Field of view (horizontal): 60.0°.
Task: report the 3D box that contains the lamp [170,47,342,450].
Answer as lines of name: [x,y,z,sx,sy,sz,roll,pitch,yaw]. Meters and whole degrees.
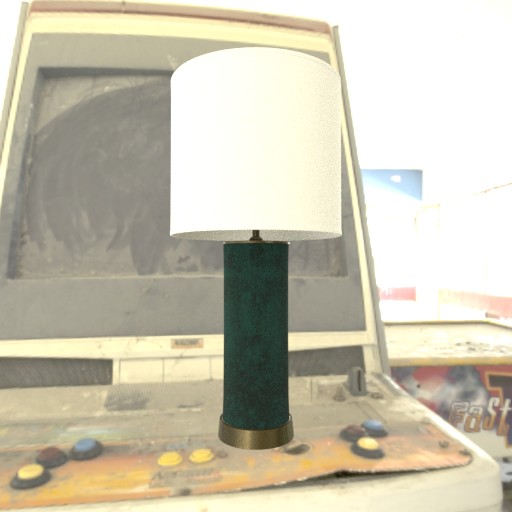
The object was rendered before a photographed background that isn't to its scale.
lamp: [0.000,0.000,0.790,0.301,0.630,0.301,0,-1,18]
